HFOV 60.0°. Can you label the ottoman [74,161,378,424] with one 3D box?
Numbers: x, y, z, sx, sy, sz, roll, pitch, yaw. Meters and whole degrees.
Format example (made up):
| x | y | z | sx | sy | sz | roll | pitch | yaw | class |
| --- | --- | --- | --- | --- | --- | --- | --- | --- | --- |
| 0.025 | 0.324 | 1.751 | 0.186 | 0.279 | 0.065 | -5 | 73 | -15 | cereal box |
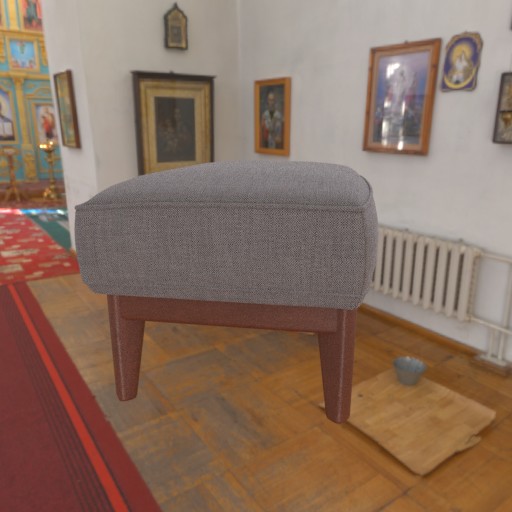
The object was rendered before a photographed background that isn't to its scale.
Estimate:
| x | y | z | sx | sy | sz | roll | pitch | yaw | class |
| --- | --- | --- | --- | --- | --- | --- | --- | --- | --- |
| 0.000 | 0.000 | 1.123 | 0.555 | 0.458 | 0.750 | 3 | 15 | 9 | ottoman |
